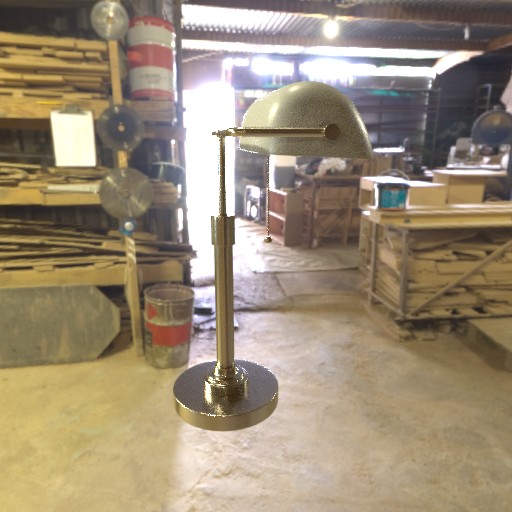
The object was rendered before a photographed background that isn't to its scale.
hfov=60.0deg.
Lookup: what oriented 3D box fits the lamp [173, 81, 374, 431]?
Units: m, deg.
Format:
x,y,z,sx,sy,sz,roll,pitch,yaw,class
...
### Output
x,y,z,sx,sy,sz,roll,pitch,yaw,class
0.000,0.000,0.566,0.227,0.404,0.269,-2,15,-9,lamp
